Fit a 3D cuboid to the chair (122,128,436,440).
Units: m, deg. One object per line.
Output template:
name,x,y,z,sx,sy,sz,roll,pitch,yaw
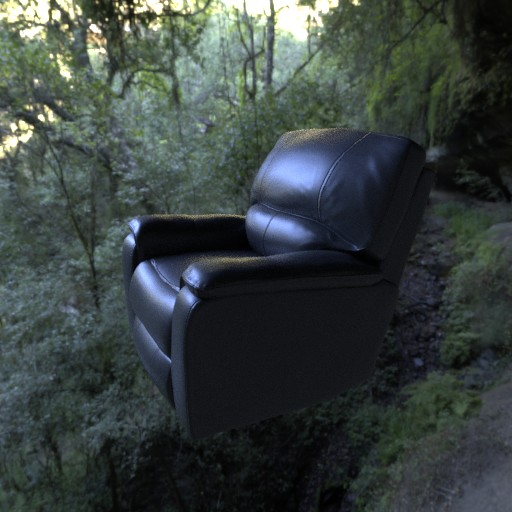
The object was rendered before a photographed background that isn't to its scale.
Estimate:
chair,0.000,0.000,2.001,1.087,1.109,1.096,-8,18,-26
